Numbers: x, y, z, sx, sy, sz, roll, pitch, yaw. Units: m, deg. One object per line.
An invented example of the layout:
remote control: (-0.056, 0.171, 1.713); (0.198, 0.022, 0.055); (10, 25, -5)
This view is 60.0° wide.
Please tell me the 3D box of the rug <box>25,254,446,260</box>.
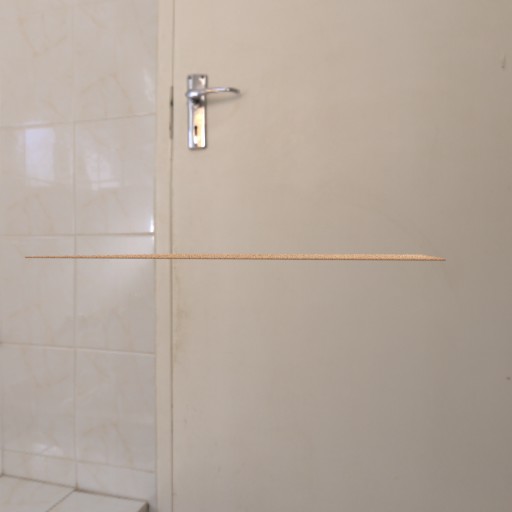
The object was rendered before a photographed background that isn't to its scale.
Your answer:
rug: (0.000, 0.000, 4.135); (3.048, 0.013, 2.439); (0, 1, 17)
